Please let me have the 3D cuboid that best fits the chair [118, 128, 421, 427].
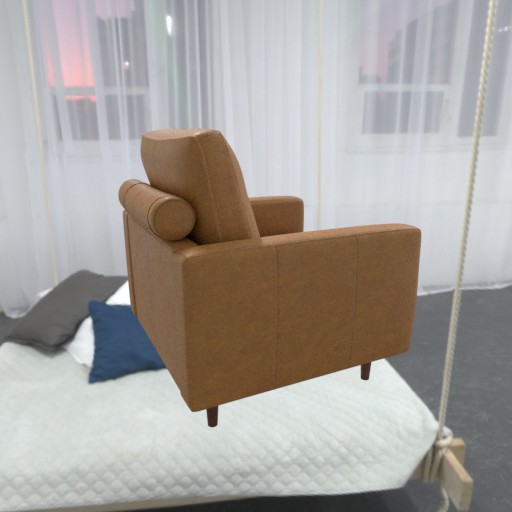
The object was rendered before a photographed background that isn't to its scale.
[{"bbox_3d":[0.000,0.000,1.622,0.868,0.896,0.831,-8,18,-25],"label":"chair"}]
